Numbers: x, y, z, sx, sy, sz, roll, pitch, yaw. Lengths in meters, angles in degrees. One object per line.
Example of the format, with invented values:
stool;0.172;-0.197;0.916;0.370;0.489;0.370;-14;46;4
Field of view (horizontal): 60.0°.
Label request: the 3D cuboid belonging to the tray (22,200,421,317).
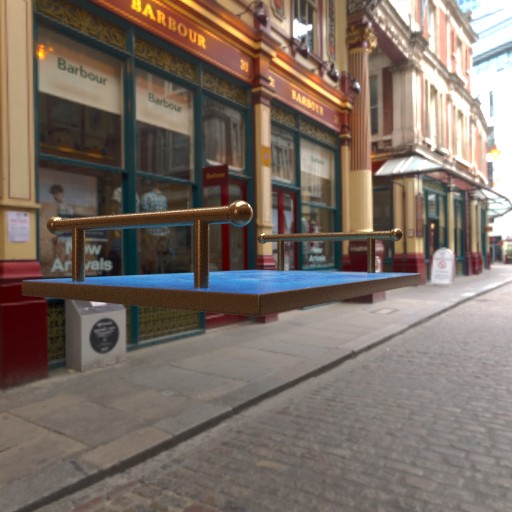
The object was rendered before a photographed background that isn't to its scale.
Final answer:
tray;0.000;0.000;0.571;0.304;0.084;0.444;0;0;34
